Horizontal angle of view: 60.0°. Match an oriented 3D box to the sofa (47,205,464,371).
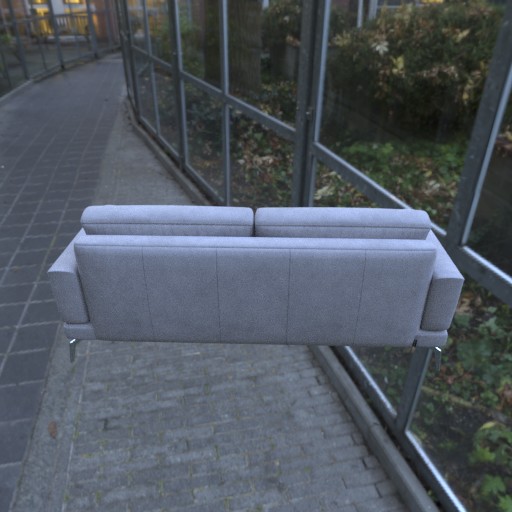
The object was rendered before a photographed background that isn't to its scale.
[{"bbox_3d":[0.000,0.000,2.569,2.013,0.830,0.980,1,31,2],"label":"sofa"}]
